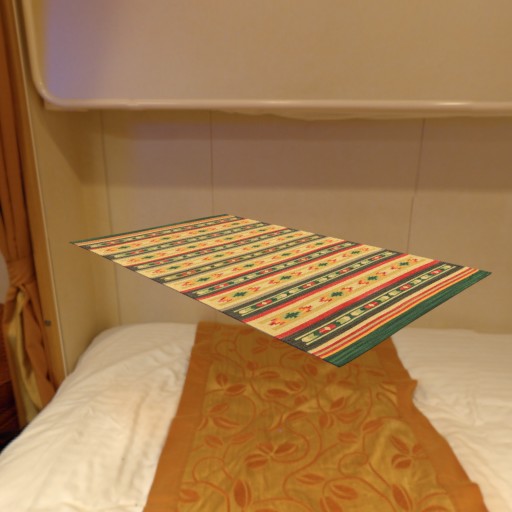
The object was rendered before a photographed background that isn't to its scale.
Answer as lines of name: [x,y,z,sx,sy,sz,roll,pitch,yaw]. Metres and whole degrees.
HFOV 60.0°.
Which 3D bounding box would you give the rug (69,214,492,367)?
rug: [0.000,0.000,2.959,1.520,0.011,2.447,-16,23,-42]
